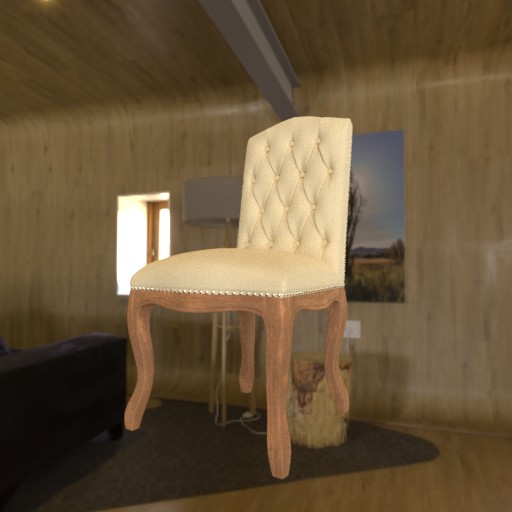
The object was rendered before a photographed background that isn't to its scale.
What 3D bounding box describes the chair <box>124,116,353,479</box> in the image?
[{"bbox_3d":[0.000,0.000,1.592,0.623,1.165,0.715,-1,-1,35],"label":"chair"}]
